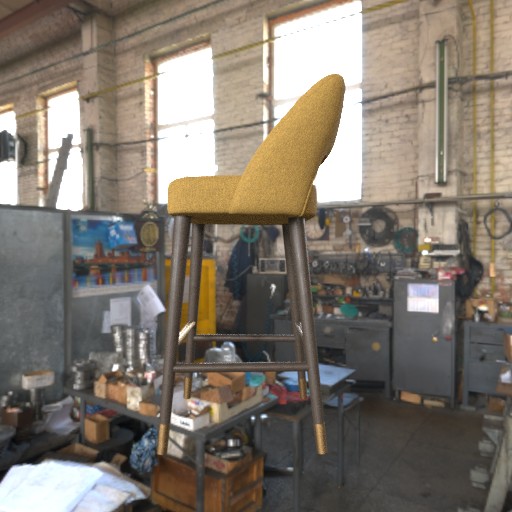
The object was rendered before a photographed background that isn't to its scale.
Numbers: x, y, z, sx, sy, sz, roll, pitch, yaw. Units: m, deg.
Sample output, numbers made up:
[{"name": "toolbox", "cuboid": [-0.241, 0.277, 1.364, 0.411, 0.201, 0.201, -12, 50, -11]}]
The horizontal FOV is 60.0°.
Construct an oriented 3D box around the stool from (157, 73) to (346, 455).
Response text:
[{"name": "stool", "cuboid": [0.000, 0.000, 1.377, 0.522, 1.032, 0.536, 0, 1, 0]}]
